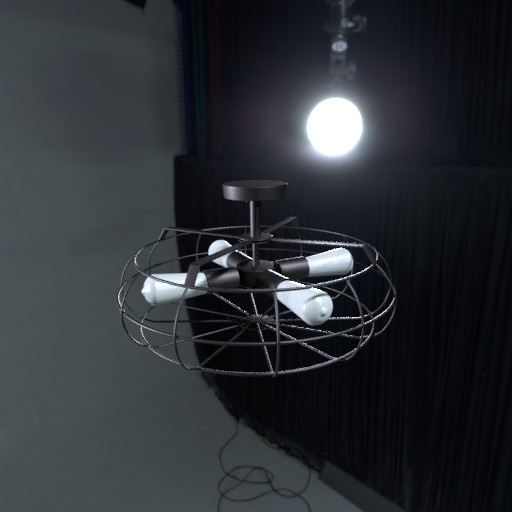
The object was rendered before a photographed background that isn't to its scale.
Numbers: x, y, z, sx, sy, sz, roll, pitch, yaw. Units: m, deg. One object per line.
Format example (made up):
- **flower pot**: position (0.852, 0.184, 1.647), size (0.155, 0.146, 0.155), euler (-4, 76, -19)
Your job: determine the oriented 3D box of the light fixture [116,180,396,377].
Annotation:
- **light fixture**: position (0.000, 0.000, 0.947), size (0.582, 0.311, 0.582), euler (0, 15, 0)
